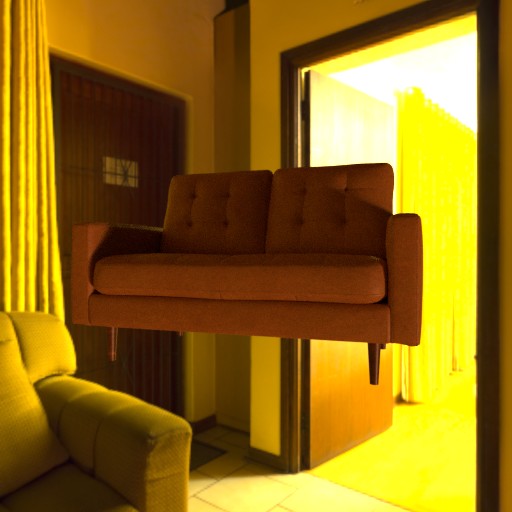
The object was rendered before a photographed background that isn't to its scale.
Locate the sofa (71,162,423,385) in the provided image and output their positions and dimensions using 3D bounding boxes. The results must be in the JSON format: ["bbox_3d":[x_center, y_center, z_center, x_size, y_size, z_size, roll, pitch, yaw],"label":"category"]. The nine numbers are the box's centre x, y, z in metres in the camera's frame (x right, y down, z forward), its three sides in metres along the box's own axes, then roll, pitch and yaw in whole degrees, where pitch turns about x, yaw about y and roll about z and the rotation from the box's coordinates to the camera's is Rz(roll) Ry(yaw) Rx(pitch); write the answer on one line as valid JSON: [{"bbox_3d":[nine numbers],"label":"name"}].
[{"bbox_3d":[0.000,0.000,2.045,1.430,0.898,0.868,0,0,19],"label":"sofa"}]
